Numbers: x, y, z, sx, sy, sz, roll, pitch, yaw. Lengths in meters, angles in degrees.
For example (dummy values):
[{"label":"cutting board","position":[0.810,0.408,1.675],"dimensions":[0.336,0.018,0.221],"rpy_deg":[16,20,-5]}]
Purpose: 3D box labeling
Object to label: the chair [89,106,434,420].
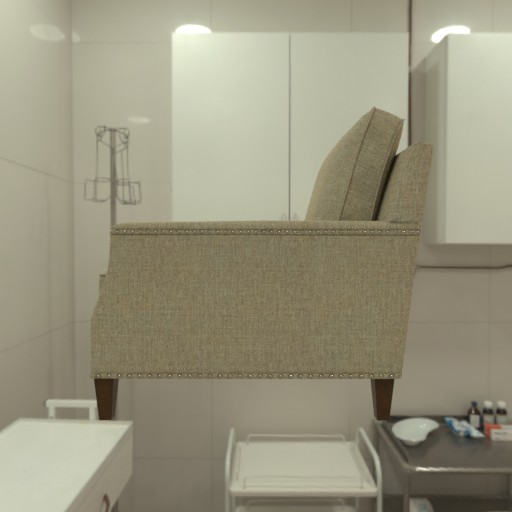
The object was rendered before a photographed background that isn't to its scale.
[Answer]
[{"label":"chair","position":[0.000,0.000,1.682],"dimensions":[1.014,0.943,0.853],"rpy_deg":[0,1,0]}]
